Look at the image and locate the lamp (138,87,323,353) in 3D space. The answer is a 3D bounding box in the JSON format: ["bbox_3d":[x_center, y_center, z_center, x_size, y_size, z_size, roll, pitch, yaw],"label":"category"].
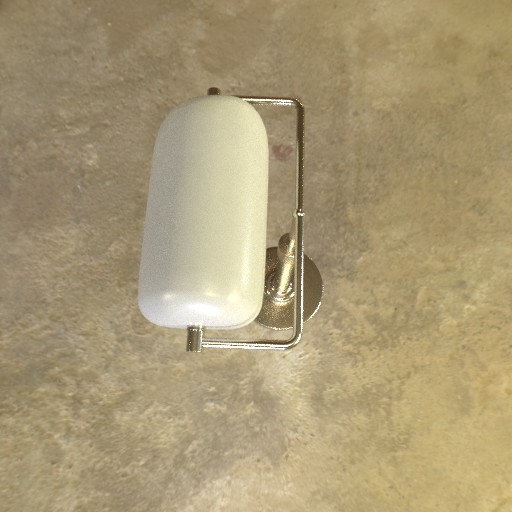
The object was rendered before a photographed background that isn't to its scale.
[{"bbox_3d":[0.000,0.000,0.574,0.227,0.404,0.269,2,74,1],"label":"lamp"}]
